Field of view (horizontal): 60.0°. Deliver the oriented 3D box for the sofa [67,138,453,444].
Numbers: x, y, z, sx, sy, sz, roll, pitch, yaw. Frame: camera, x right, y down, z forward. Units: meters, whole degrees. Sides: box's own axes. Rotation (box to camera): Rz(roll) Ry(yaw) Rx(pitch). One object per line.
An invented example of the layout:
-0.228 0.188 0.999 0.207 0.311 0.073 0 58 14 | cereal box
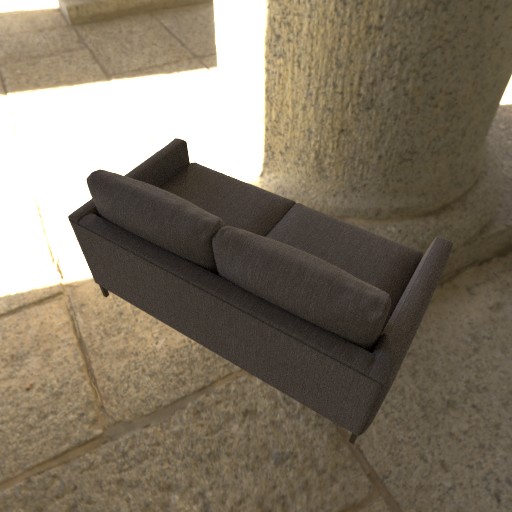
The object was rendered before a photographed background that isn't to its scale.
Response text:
0.000 0.000 2.261 1.682 0.840 0.875 25 52 22 | sofa
